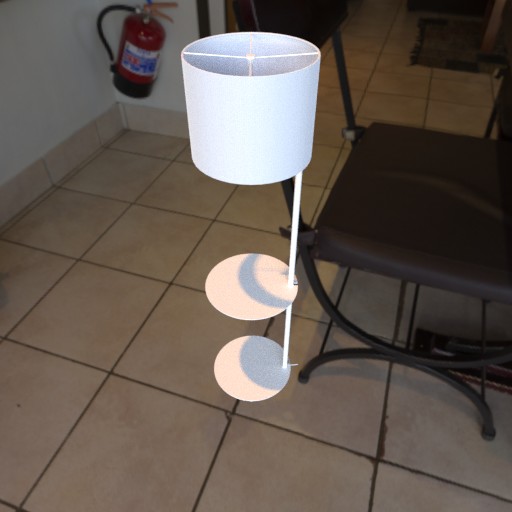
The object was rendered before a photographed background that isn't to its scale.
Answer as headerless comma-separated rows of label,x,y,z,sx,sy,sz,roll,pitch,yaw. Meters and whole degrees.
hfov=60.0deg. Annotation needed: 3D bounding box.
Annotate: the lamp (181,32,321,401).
lamp,0.000,0.000,1.675,0.405,1.465,0.372,0,42,0
